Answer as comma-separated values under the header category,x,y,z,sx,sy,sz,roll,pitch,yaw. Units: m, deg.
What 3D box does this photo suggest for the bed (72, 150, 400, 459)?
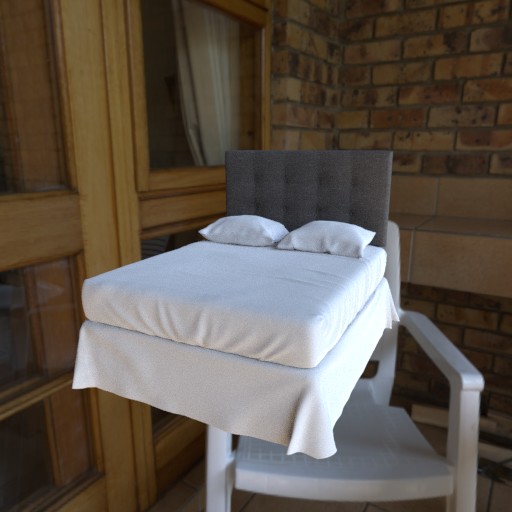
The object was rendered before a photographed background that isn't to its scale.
category,x,y,z,sx,sy,sz,roll,pitch,yaw
bed,0.000,0.000,3.425,1.936,1.577,2.222,7,15,25
